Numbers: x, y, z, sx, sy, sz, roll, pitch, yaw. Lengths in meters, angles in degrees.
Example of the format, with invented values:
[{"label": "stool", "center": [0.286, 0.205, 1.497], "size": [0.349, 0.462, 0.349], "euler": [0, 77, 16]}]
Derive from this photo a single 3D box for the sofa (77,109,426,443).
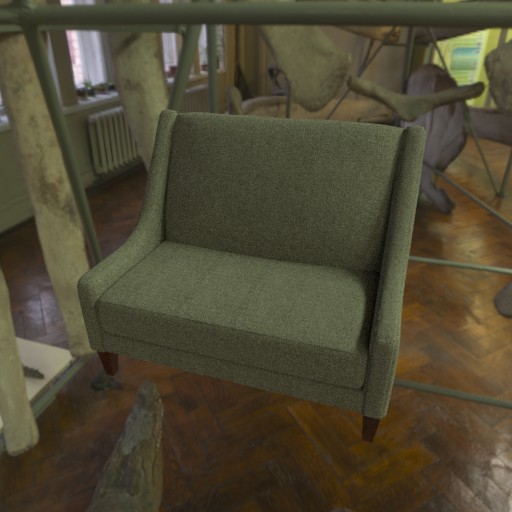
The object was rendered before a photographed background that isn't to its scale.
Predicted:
[{"label": "sofa", "center": [0.000, 0.000, 1.900], "size": [1.242, 1.021, 0.870], "euler": [9, 30, 16]}]
